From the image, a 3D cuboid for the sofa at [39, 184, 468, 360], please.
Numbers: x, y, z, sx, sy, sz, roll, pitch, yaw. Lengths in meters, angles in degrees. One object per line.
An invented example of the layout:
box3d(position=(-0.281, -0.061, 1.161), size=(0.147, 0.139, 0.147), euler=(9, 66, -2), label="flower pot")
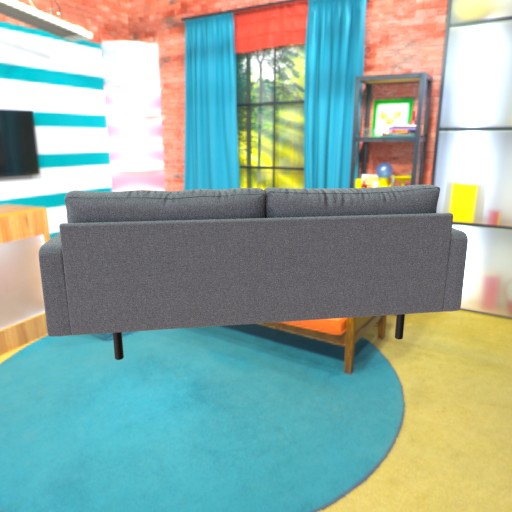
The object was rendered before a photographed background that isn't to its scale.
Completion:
box3d(position=(0.000, 0.000, 2.685), size=(2.200, 0.880, 0.880), euler=(-2, 15, -9), label="sofa")
